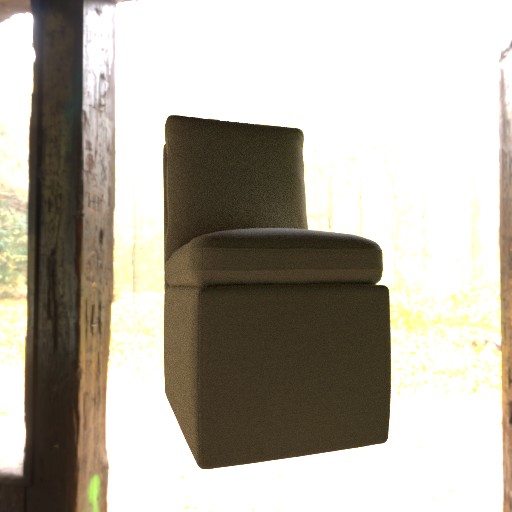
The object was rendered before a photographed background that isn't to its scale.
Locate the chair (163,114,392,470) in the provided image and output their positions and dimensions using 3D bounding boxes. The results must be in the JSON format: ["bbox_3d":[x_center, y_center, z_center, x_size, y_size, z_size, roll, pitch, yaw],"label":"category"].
[{"bbox_3d":[0.000,0.000,1.320,0.503,0.927,0.698,0,-1,-18],"label":"chair"}]
